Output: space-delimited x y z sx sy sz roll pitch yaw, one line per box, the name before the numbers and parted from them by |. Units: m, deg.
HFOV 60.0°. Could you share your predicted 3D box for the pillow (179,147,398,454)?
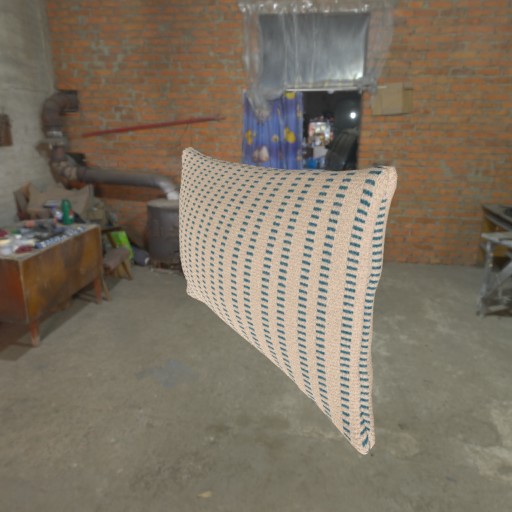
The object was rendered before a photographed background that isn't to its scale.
pillow | 0.000 0.000 0.777 0.210 0.353 0.640 -8 18 -27
